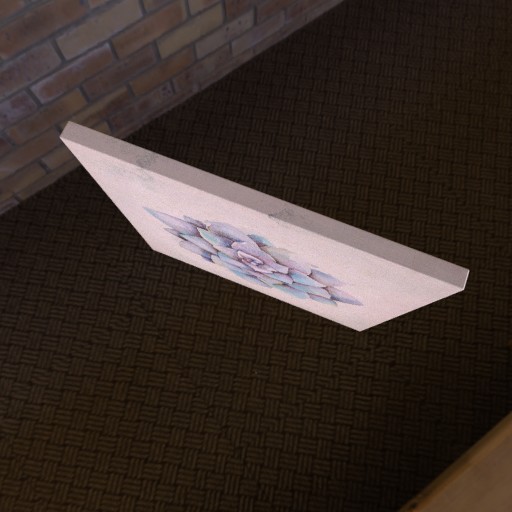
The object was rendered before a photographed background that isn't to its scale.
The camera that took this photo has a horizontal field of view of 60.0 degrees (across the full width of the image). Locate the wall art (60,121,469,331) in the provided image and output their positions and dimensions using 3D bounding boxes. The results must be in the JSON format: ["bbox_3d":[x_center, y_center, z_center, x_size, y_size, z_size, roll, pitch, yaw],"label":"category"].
[{"bbox_3d":[0.000,0.000,1.147,0.762,0.762,0.038,21,76,5],"label":"wall art"}]
